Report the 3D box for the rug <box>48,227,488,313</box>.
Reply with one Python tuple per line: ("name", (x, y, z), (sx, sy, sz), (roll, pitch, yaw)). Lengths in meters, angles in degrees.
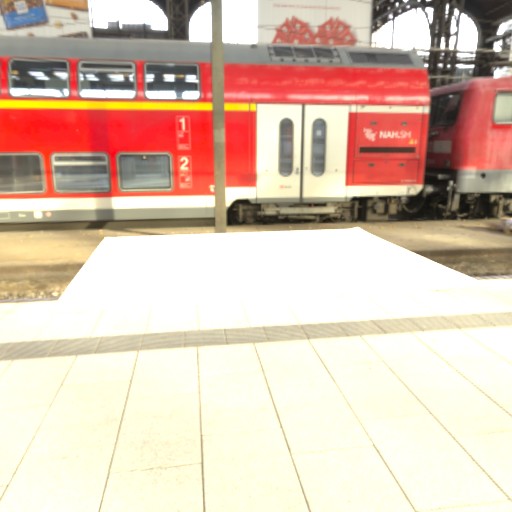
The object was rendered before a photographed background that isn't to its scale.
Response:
("rug", (0.000, 0.000, 3.928), (2.897, 0.035, 2.277), (-3, 14, -10))
